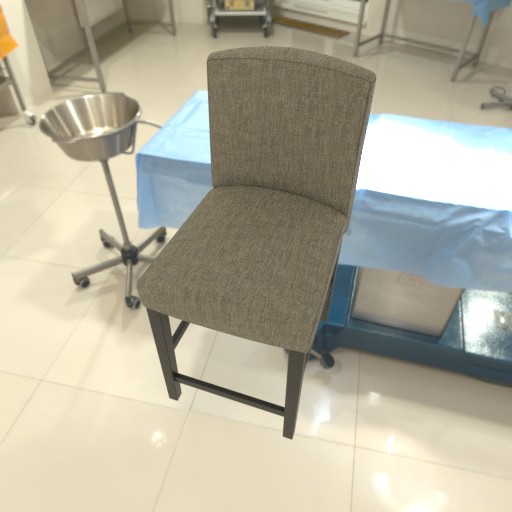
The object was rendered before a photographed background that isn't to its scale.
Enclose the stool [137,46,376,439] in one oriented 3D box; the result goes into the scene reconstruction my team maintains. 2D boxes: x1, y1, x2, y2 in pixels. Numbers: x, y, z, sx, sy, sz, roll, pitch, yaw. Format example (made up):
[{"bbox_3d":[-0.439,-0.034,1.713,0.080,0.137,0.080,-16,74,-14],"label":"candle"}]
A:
[{"bbox_3d":[0.000,0.000,1.254,0.451,0.966,0.552,13,44,14],"label":"stool"}]
